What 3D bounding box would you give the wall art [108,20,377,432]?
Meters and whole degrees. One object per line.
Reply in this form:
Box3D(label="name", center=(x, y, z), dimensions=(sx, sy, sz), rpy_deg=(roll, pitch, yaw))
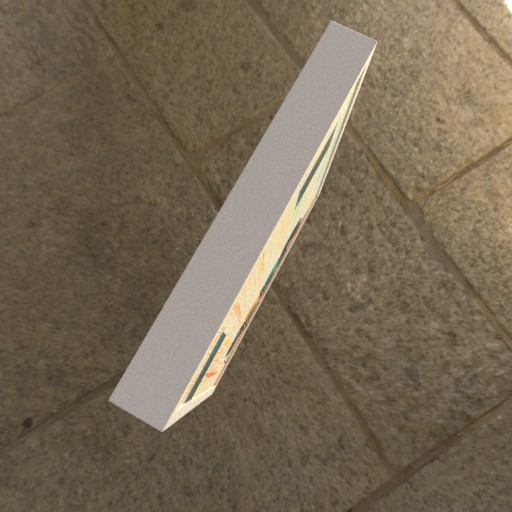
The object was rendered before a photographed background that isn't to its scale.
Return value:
Box3D(label="wall art", center=(0.000, 0.000, 0.443), dimensions=(0.038, 0.305, 0.305), rpy_deg=(28, 78, 6))
